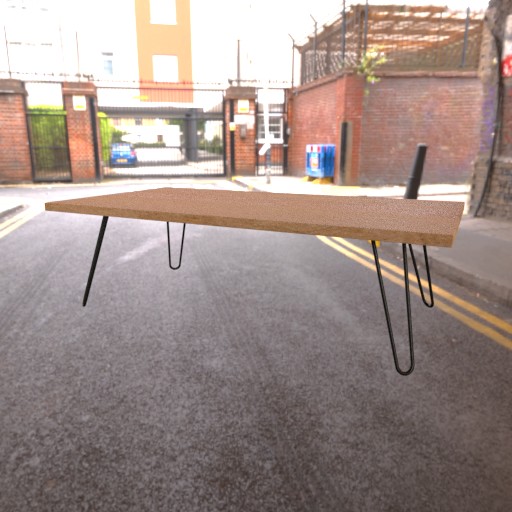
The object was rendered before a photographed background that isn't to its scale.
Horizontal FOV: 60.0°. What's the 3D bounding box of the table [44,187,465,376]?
[{"bbox_3d":[0.000,0.000,1.646,1.348,0.400,0.699,7,15,26],"label":"table"}]
